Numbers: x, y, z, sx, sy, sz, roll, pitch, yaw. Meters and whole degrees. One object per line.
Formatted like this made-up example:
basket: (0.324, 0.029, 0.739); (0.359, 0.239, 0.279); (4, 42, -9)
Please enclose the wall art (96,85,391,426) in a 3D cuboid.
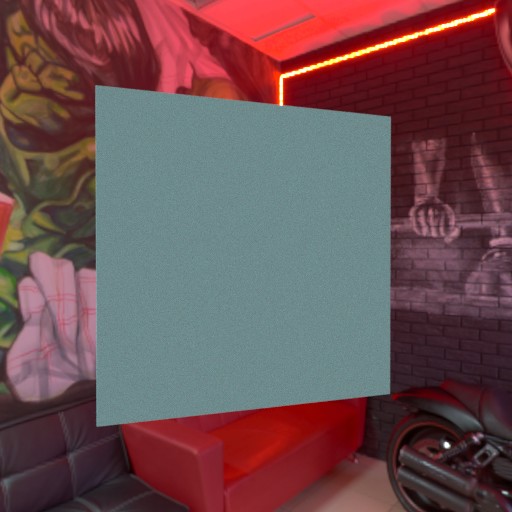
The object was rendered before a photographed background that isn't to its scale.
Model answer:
wall art: (0.000, 0.000, 0.890); (0.603, 0.603, 0.036); (0, 1, -18)
